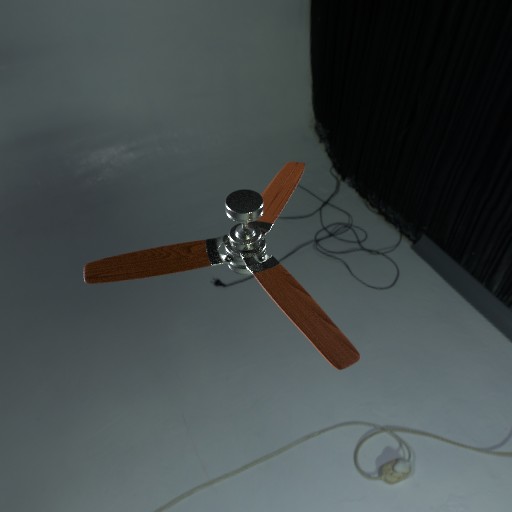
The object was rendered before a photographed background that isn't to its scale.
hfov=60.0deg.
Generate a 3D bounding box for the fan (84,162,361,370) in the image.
[{"bbox_3d":[0.000,0.000,2.041,1.416,0.410,1.271,-25,51,-22],"label":"fan"}]
